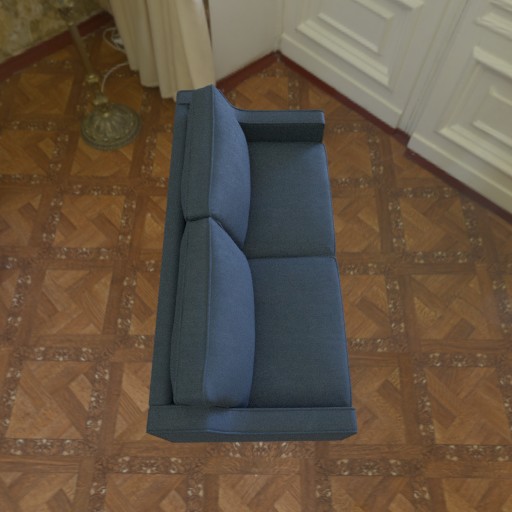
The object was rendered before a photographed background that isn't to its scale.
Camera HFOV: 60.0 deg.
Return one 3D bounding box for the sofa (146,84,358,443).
[{"bbox_3d":[0.000,0.000,2.861,1.066,1.071,2.178,-1,64,0],"label":"sofa"}]
